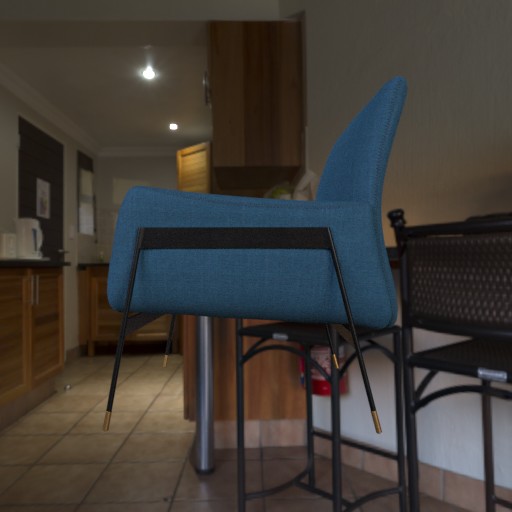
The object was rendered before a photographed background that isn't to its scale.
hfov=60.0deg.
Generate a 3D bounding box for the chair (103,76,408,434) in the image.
[{"bbox_3d":[0.000,0.000,1.391,0.769,0.859,0.678,0,0,1],"label":"chair"}]
